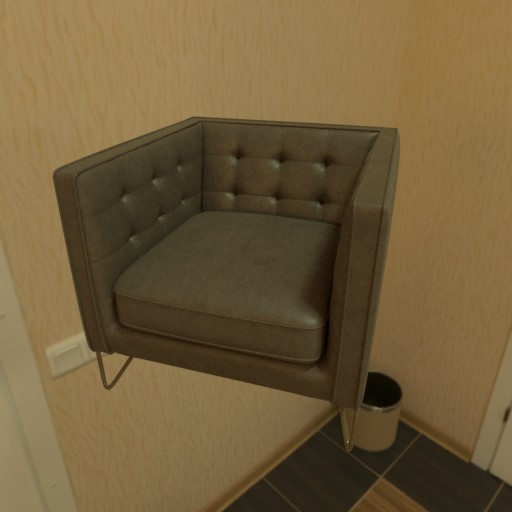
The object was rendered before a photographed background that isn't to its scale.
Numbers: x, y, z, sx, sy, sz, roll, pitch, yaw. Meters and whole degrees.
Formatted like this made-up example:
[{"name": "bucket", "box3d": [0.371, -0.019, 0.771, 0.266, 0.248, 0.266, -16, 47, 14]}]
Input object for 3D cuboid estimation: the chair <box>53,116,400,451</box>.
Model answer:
[{"name": "chair", "box3d": [0.000, 0.000, 1.571, 0.880, 0.790, 0.894, 8, 28, 16]}]
